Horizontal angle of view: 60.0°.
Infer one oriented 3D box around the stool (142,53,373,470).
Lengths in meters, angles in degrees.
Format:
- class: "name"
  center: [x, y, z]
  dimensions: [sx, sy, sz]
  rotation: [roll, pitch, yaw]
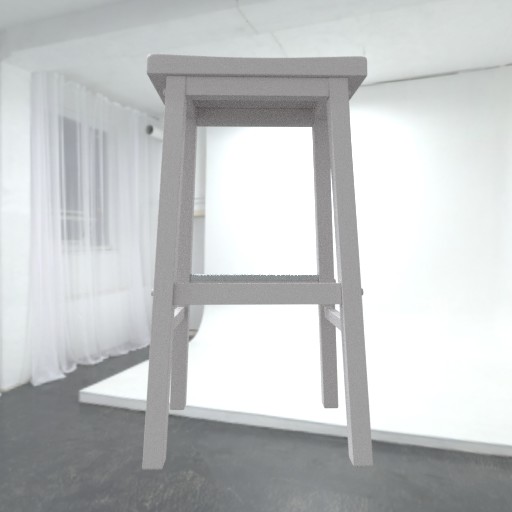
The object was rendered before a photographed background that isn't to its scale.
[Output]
- class: "stool"
  center: [0.000, 0.000, 0.932]
  dimensions: [0.406, 0.742, 0.322]
  rotation: [0, 1, -2]
